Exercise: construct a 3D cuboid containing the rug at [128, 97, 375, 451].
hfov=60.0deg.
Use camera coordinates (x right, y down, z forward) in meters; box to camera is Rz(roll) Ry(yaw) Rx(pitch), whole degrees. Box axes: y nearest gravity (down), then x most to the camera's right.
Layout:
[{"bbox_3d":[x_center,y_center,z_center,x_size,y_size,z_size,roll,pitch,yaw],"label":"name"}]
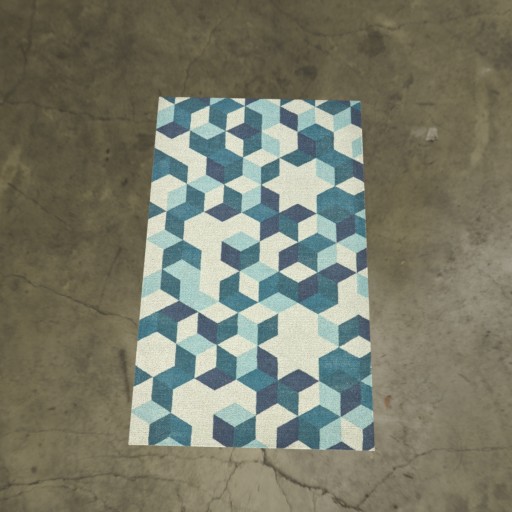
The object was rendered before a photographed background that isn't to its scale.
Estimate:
[{"bbox_3d":[0.000,0.000,3.031,1.518,0.015,2.438,1,76,0],"label":"rug"}]
